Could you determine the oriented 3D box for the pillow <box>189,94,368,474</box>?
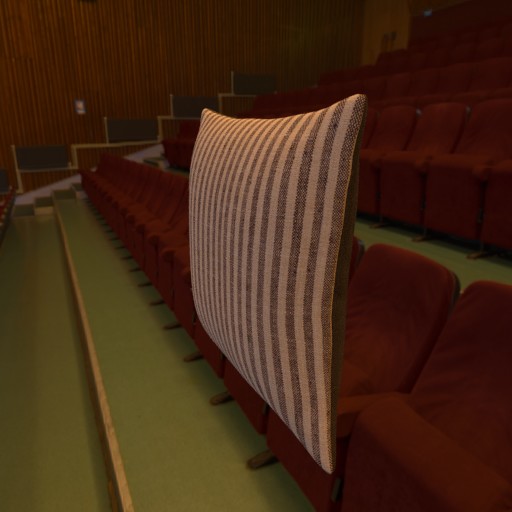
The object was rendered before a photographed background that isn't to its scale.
[{"bbox_3d":[0.000,0.000,0.776,0.166,0.506,0.523,-8,18,-25],"label":"pillow"}]
